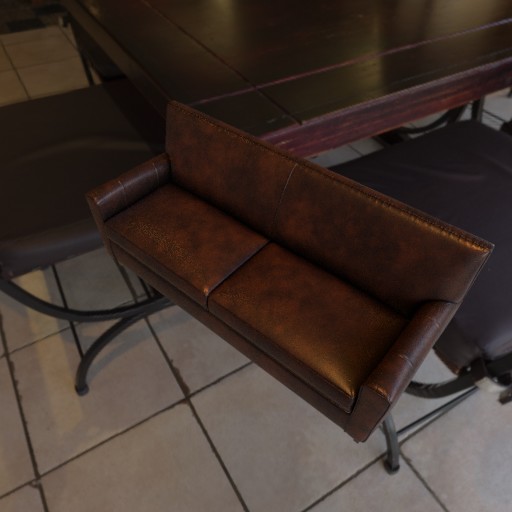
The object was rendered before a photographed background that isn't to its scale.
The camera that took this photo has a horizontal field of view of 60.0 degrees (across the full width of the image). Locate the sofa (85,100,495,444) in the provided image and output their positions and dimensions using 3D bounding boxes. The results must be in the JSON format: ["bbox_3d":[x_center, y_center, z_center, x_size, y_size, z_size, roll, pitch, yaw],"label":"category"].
[{"bbox_3d":[0.000,0.000,2.418,1.995,0.871,0.786,31,54,27],"label":"sofa"}]
